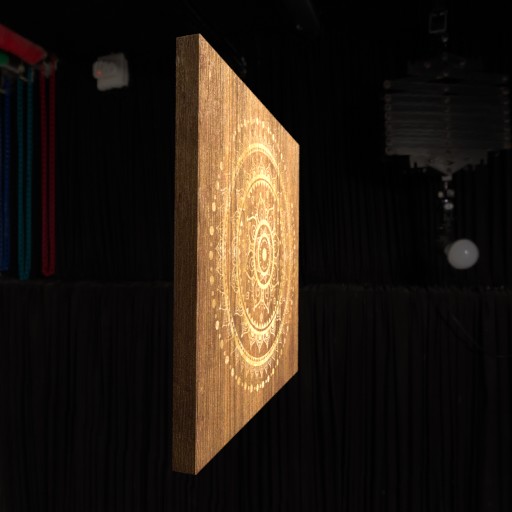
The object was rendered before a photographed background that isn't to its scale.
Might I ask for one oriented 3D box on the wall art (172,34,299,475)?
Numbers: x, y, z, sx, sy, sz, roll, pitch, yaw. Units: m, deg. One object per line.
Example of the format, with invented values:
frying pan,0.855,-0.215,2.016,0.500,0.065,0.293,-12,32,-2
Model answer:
wall art,0.000,0.000,0.899,0.042,0.608,0.611,0,0,18
